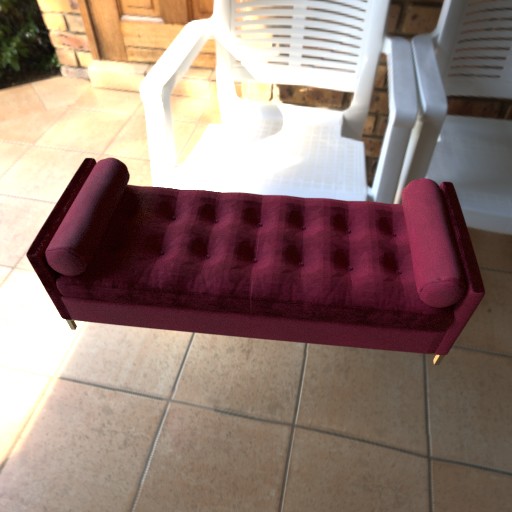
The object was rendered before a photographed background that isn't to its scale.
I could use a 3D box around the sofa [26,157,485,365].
[{"bbox_3d":[0.000,0.000,2.445,2.102,0.705,0.796,5,48,4],"label":"sofa"}]
